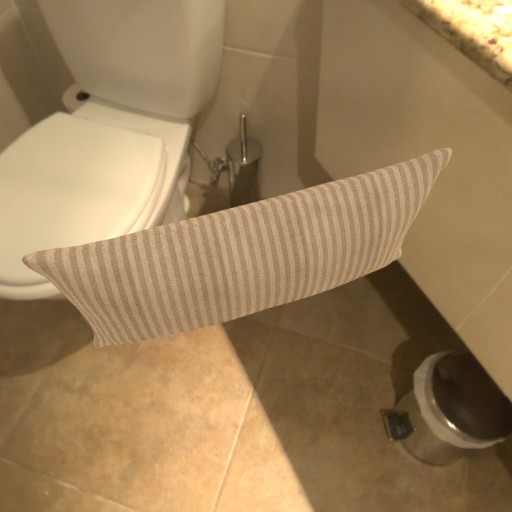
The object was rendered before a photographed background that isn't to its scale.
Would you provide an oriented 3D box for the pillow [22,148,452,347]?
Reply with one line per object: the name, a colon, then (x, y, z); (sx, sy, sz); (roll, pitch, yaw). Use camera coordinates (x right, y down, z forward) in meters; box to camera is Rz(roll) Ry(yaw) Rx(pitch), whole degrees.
pillow: (0.000, 0.000, 0.727); (0.617, 0.295, 0.151); (-16, 58, -10)
